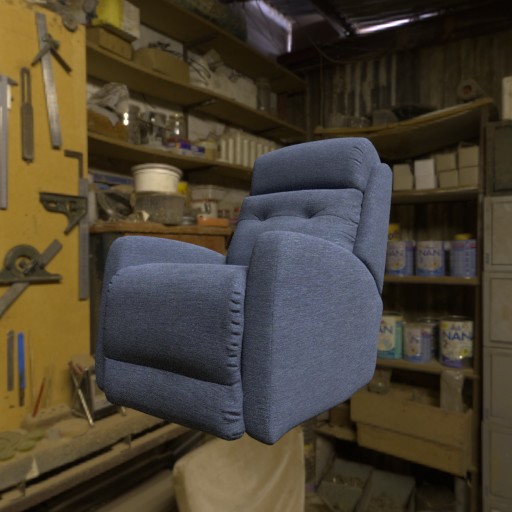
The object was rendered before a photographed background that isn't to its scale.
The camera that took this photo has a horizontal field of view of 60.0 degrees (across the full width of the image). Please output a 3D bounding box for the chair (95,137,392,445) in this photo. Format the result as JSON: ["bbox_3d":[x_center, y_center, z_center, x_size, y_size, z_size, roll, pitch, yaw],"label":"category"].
[{"bbox_3d":[0.000,0.000,1.699,0.798,1.013,1.043,0,1,37],"label":"chair"}]
